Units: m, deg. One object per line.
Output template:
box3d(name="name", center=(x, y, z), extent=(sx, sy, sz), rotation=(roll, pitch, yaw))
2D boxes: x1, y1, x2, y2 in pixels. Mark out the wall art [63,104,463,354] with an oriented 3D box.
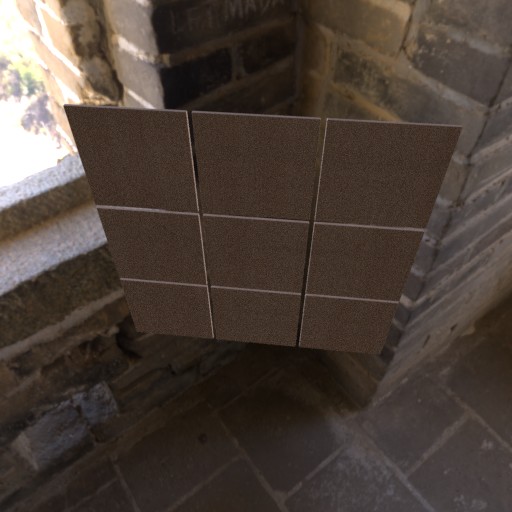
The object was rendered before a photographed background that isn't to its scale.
box3d(name="wall art", center=(0.000, 0.000, 1.782), extent=(1.219, 1.218, 0.013), rotation=(5, 45, 4))
